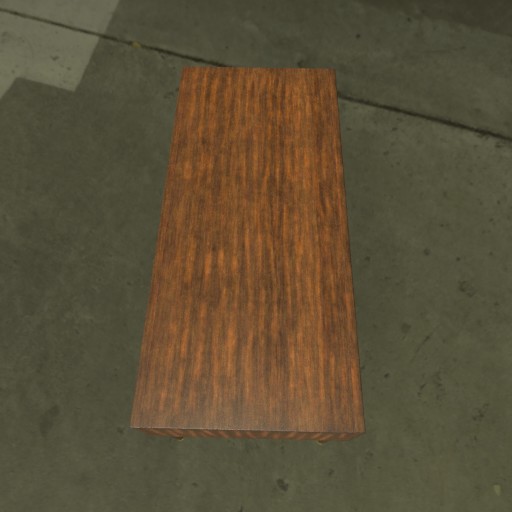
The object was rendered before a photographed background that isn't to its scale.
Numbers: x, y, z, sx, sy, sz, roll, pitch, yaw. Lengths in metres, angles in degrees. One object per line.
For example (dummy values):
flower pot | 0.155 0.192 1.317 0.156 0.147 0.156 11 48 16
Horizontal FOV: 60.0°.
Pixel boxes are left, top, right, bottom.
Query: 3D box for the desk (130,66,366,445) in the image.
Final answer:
desk | 0.000 0.000 2.034 0.724 0.762 1.575 1 63 1
